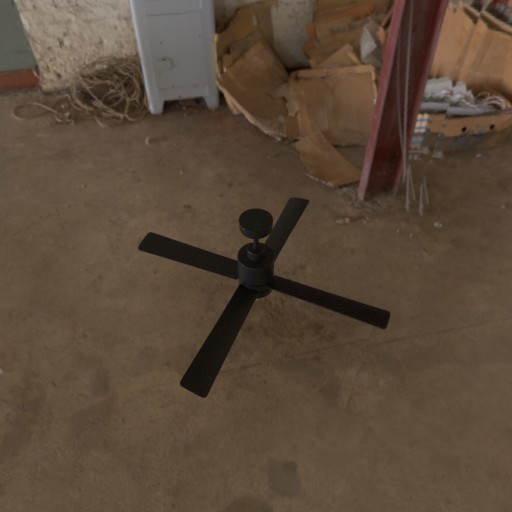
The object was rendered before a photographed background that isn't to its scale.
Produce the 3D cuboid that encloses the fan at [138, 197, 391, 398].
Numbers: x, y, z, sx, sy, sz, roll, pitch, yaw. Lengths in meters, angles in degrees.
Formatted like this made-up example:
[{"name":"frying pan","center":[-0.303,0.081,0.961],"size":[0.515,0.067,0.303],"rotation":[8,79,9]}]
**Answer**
[{"name":"fan","center":[0.000,0.000,2.412],"size":[1.525,0.534,1.525],"rotation":[18,50,16]}]
